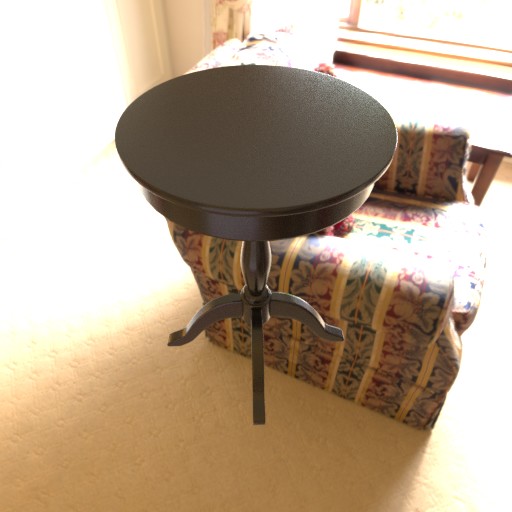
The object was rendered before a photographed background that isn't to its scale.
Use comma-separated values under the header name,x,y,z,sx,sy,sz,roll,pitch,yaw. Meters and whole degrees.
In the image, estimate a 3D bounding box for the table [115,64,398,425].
name,x,y,z,sx,sy,sz,roll,pitch,yaw
table,0.000,0.000,0.999,0.481,0.665,0.481,0,45,0
